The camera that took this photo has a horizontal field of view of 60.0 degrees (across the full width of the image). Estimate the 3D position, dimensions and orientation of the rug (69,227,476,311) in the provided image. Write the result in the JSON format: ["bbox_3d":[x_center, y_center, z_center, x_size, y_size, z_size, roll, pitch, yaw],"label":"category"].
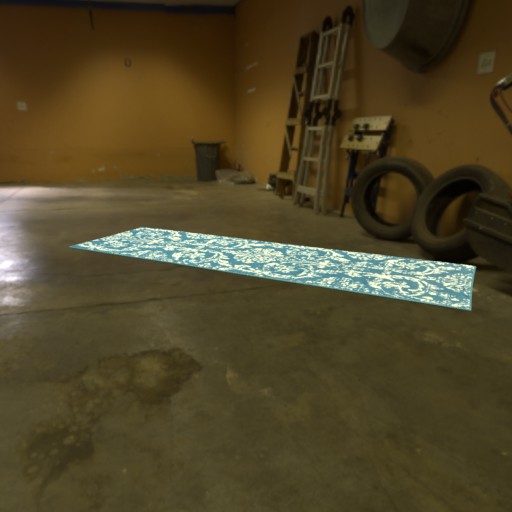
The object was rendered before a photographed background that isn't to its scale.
[{"bbox_3d":[0.000,0.000,2.471,2.196,0.011,0.662,8,17,26],"label":"rug"}]
